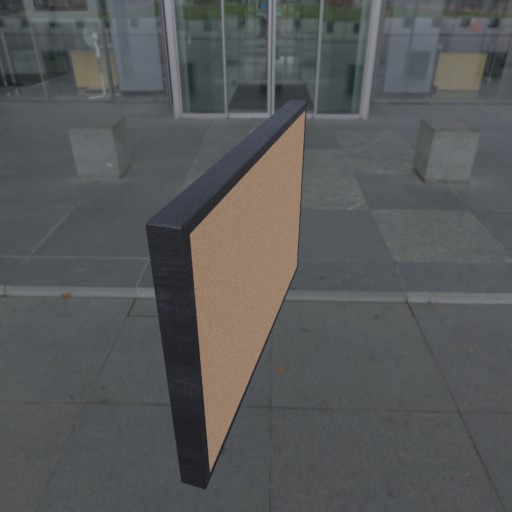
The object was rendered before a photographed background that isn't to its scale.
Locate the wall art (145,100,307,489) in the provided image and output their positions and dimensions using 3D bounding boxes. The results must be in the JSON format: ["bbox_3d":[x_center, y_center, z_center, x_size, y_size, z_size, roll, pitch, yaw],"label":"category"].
[{"bbox_3d":[0.000,0.000,0.770,0.038,0.409,0.610,9,31,14],"label":"wall art"}]
